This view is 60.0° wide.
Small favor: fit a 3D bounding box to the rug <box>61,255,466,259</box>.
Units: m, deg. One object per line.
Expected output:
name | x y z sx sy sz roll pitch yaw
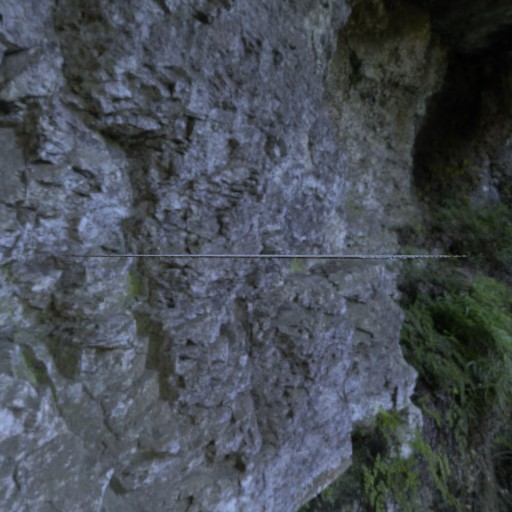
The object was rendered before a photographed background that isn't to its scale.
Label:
rug | 0.000 0.000 3.078 2.438 0.011 1.524 0 0 36
